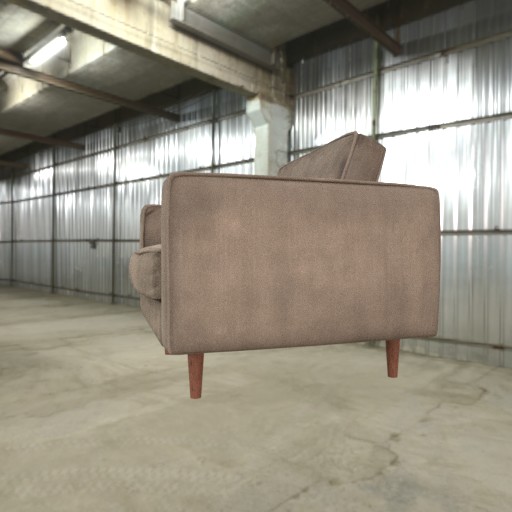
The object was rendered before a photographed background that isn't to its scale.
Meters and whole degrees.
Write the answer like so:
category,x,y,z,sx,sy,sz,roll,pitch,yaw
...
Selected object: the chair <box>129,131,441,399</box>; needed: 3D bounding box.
category,x,y,z,sx,sy,sz,roll,pitch,yaw
chair,0.000,0.000,1.566,0.843,0.773,0.928,0,0,-19
